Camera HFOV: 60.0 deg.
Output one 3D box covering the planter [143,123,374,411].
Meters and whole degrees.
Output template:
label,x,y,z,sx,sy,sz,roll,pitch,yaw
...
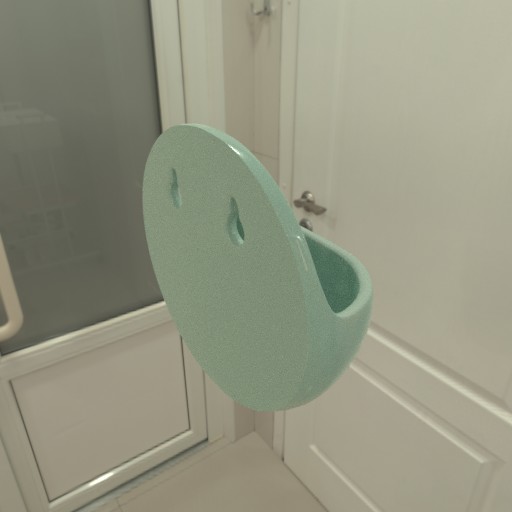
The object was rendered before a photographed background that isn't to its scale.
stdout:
label,x,y,z,sx,sy,sz,roll,pitch,yaw
planter,0.000,0.000,0.274,0.073,0.164,0.189,-18,32,-31
